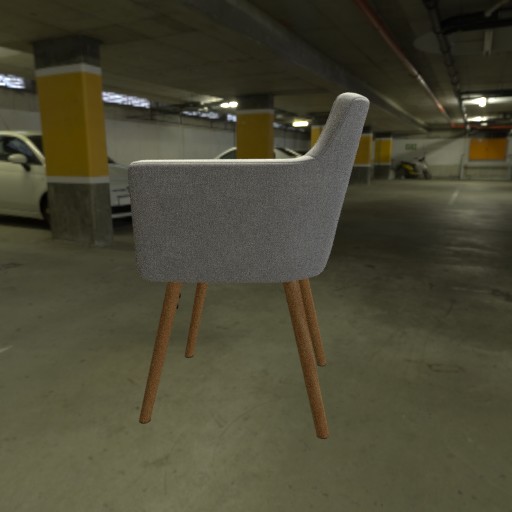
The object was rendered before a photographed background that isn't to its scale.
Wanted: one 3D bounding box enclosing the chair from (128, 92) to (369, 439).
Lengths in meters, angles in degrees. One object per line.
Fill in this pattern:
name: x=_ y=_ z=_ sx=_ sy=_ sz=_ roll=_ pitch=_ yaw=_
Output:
chair: x=0.000 y=0.000 z=1.175 sx=0.540 sy=0.780 sz=0.570 roll=2 pitch=12 yaw=8
